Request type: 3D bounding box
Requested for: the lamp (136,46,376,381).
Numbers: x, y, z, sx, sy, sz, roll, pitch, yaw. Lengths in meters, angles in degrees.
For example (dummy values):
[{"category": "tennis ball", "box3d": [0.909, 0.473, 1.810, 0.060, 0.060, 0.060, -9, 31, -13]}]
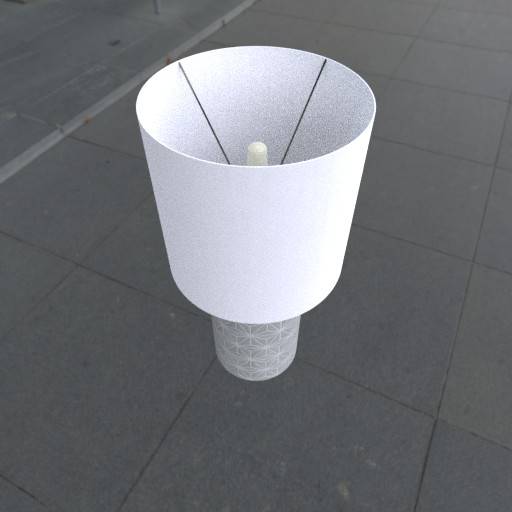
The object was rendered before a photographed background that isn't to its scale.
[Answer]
[{"category": "lamp", "box3d": [0.000, 0.000, 0.541, 0.206, 0.416, 0.206, 33, 56, 27]}]
